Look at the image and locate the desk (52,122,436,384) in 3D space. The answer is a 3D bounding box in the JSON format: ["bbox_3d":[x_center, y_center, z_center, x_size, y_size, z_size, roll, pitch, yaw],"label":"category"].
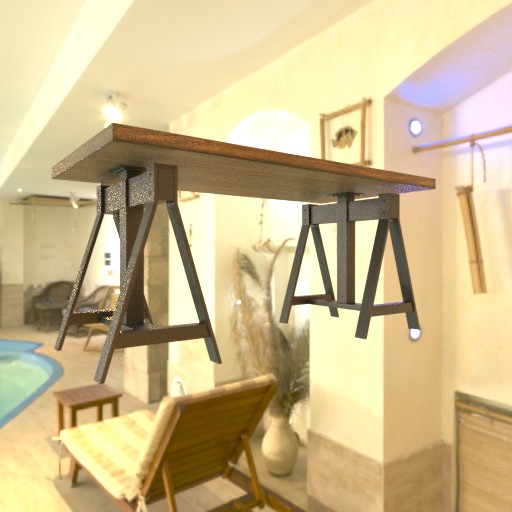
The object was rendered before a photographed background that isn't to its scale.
[{"bbox_3d":[0.000,0.000,1.960,1.543,0.725,0.784,0,0,-36],"label":"desk"}]
